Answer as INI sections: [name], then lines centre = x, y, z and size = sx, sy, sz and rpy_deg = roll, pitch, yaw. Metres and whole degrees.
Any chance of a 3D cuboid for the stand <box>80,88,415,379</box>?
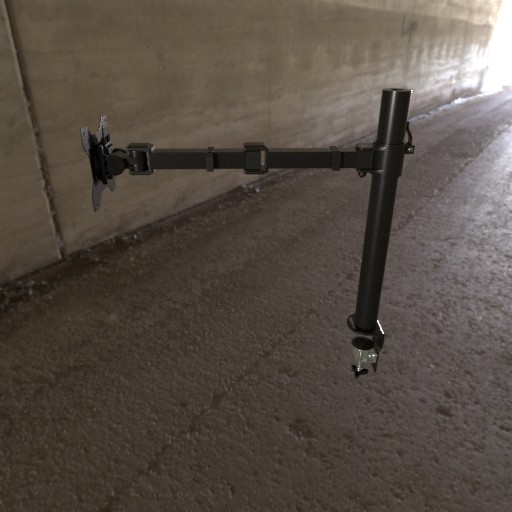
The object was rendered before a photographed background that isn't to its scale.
[stand]
centre = 0.000, 0.000, 0.722
size = 0.456, 0.510, 0.115
rpy_deg = -1, 27, -1
